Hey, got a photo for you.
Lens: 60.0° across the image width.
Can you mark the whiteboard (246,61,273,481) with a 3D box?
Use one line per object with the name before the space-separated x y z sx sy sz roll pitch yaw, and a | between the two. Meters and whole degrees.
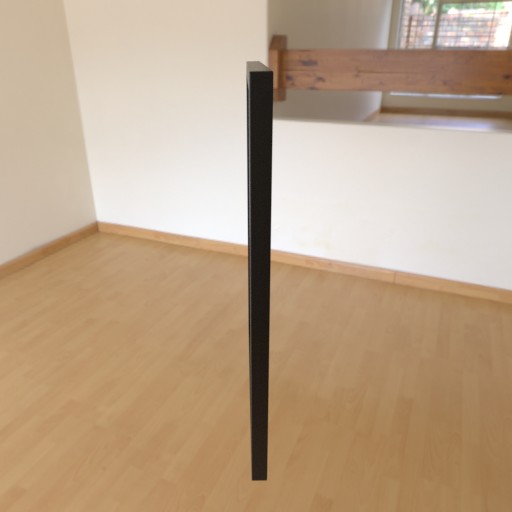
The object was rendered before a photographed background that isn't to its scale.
whiteboard | 0.000 0.000 0.769 0.026 0.611 0.406 -1 25 -1
